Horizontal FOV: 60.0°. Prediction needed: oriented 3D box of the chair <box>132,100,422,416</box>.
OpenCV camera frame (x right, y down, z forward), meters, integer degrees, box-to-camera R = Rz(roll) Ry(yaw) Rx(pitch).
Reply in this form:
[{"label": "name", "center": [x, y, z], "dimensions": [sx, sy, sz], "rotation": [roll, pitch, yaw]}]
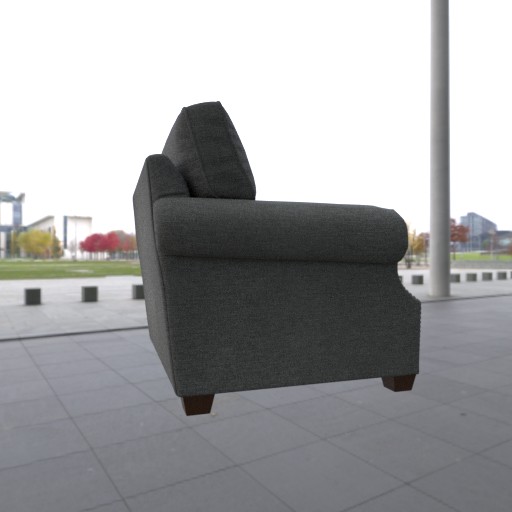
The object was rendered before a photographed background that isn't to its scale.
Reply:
[{"label": "chair", "center": [0.000, 0.000, 1.863], "dimensions": [0.965, 0.961, 1.092], "rotation": [0, 0, -18]}]
